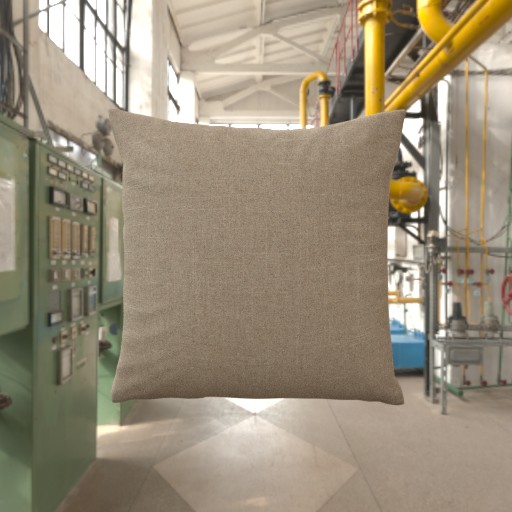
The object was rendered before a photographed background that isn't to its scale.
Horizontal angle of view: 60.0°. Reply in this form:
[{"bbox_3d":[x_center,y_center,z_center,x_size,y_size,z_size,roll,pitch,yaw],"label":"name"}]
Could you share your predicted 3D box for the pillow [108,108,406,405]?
[{"bbox_3d":[0.000,0.000,0.766,0.513,0.511,0.158,0,0,1],"label":"pillow"}]
